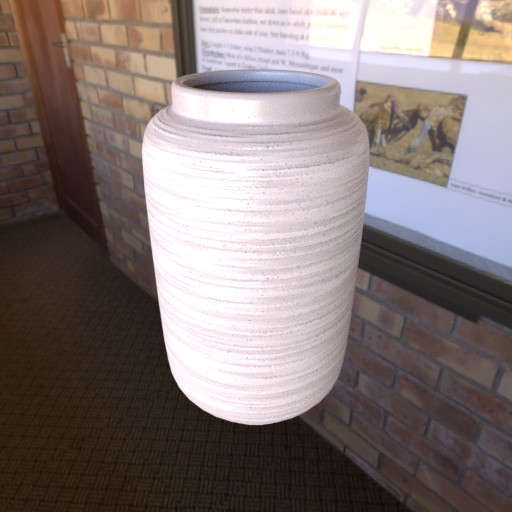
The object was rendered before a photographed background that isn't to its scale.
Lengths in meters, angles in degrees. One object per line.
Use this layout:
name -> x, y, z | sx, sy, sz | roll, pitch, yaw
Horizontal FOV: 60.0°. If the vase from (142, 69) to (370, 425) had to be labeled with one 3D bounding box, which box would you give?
vase -> 0.000, 0.000, 0.449 | 0.202, 0.335, 0.202 | 0, 30, 0
